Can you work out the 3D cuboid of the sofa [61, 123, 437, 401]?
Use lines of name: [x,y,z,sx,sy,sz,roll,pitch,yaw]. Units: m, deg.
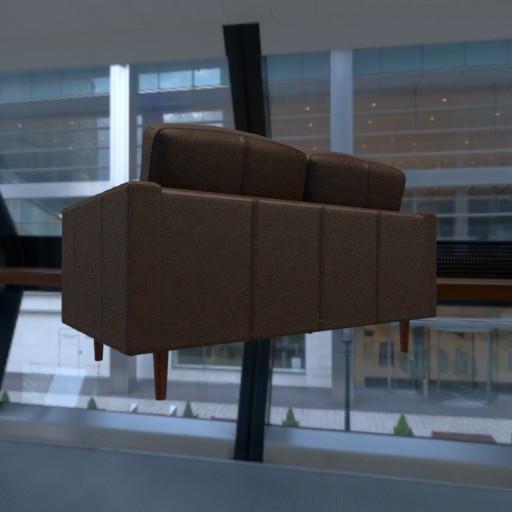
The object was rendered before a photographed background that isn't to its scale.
sofa: [0.000,0.000,2.125,1.578,0.951,0.909,0,-1,-36]
